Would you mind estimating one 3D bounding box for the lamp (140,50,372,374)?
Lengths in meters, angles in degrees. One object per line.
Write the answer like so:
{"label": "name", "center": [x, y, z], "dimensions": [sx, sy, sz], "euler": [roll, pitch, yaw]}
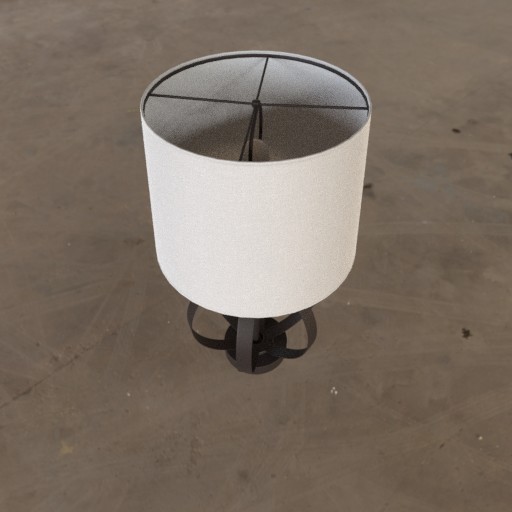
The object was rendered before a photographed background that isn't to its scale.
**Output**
{"label": "lamp", "center": [0.000, 0.000, 0.673], "dimensions": [0.286, 0.510, 0.286], "euler": [0, 47, 0]}
